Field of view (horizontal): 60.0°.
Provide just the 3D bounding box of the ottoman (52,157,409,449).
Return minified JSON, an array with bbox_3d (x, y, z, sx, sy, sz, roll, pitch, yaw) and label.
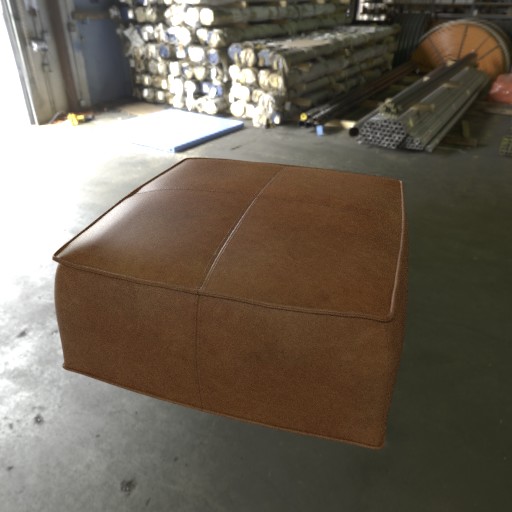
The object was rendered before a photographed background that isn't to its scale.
[{"bbox_3d":[0.000,0.000,1.361,0.902,0.395,0.901,9,32,15],"label":"ottoman"}]
